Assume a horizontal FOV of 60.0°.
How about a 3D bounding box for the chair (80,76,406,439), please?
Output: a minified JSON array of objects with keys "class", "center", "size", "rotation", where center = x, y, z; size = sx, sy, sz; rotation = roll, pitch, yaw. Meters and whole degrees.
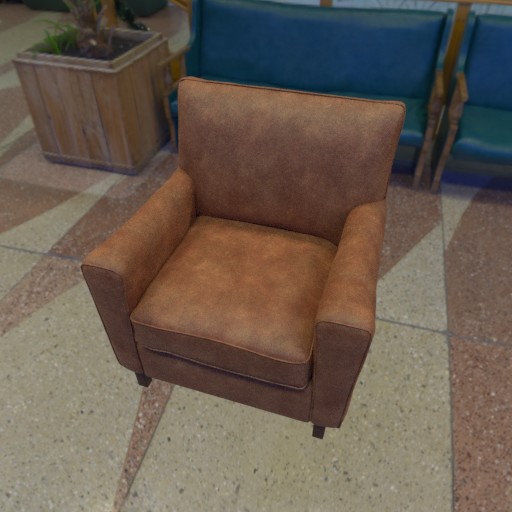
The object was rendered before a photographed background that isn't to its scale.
[{"class":"chair","center":[0.000,0.000,1.592],"size":[0.870,0.943,0.823],"rotation":[12,42,13]}]
